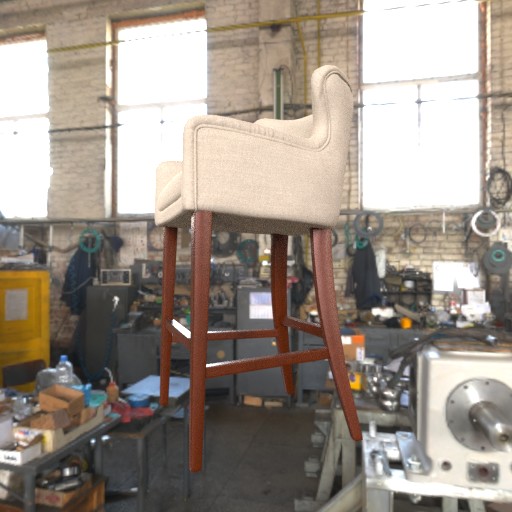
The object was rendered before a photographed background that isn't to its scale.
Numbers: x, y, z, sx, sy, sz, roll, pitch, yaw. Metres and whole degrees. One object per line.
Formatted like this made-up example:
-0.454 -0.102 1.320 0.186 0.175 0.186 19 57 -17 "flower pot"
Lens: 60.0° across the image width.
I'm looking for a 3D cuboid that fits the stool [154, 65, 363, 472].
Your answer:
0.000 0.000 1.385 0.563 1.034 0.556 0 -1 -20 "stool"
